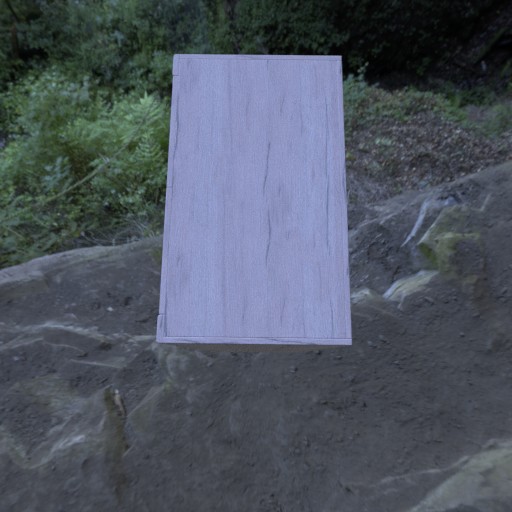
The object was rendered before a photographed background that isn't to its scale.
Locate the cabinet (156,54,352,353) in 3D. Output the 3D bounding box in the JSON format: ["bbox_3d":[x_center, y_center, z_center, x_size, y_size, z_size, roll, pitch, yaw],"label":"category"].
[{"bbox_3d":[0.000,0.000,2.359,0.580,1.930,0.980,1,77,0],"label":"cabinet"}]
